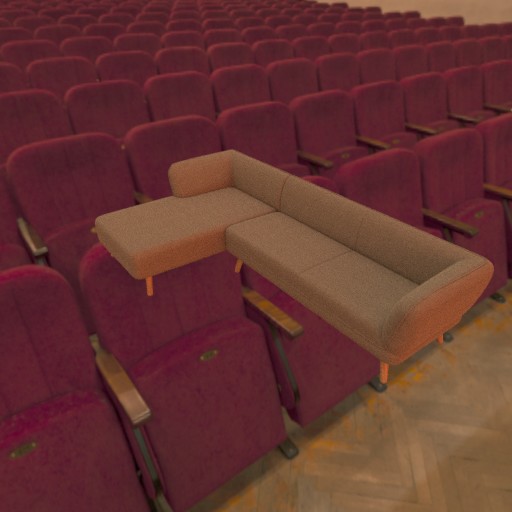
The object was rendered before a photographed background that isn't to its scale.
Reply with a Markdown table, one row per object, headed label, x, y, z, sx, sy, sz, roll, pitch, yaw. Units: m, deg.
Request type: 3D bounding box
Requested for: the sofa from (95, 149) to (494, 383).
| label | x | y | z | sx | sy | sz | roll | pitch | yaw |
| --- | --- | --- | --- | --- | --- | --- | --- | --- | --- |
| sofa | 0.000 | 0.000 | 3.232 | 1.532 | 0.693 | 2.653 | -21 | 37 | -31 |
